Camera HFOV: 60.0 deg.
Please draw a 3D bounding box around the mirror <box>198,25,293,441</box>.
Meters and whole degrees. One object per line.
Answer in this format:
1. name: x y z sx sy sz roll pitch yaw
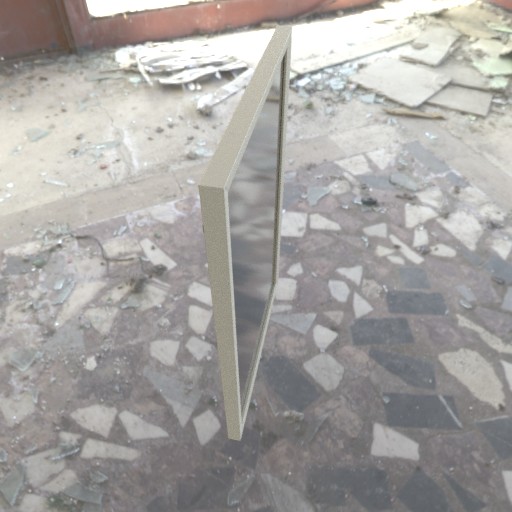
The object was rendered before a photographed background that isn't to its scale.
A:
1. mirror: 0.000 0.000 1.150 0.041 0.914 0.609 9 47 8
